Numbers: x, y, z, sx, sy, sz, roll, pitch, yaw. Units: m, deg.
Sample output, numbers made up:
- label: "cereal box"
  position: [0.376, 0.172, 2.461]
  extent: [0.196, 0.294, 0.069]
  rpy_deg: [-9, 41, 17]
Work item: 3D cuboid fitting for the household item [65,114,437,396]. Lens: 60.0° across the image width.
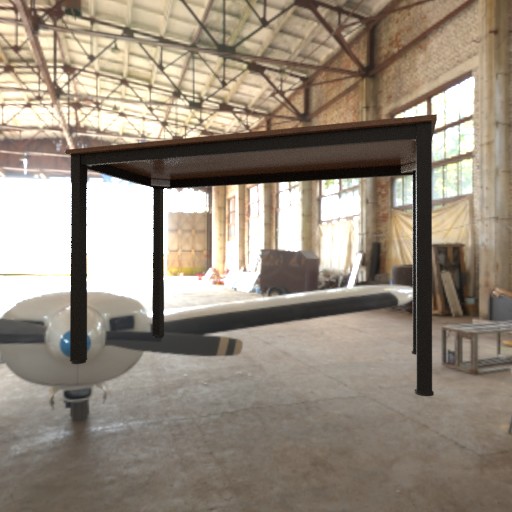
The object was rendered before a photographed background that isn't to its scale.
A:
- label: "household item"
  position: [0.000, 0.000, 1.634]
  extent: [1.200, 0.750, 0.600]
  rpy_deg: [0, 0, 18]
